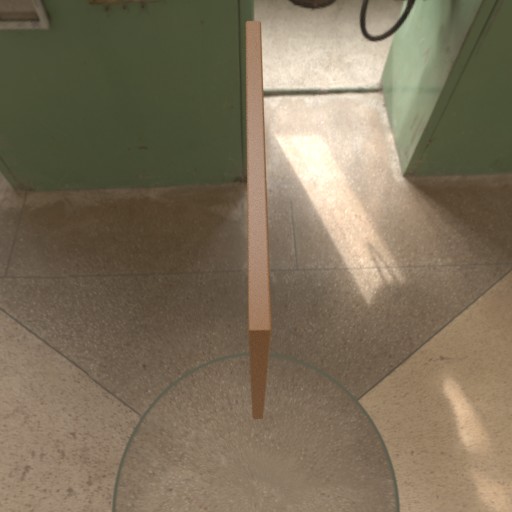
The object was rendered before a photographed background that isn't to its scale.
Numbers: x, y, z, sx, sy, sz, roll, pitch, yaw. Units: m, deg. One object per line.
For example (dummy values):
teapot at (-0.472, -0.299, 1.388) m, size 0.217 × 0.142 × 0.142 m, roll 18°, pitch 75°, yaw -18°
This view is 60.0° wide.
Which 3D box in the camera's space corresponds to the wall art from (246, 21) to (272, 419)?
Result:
wall art at (0.000, 0.000, 0.753) m, size 0.021 × 0.550 × 0.449 m, roll -1°, pitch 62°, yaw 0°
